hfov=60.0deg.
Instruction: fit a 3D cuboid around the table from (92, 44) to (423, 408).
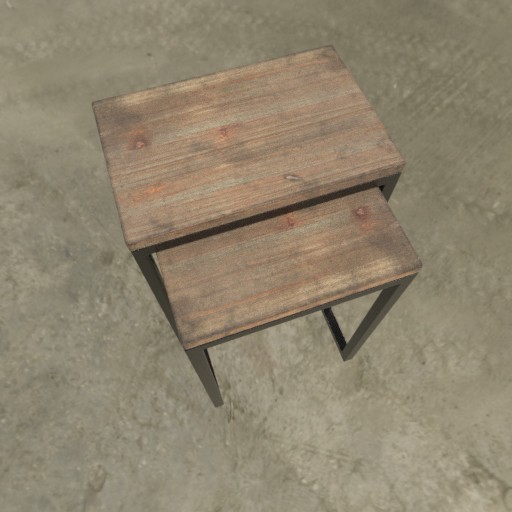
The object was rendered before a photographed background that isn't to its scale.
[{"bbox_3d":[0.000,0.000,0.963,0.456,0.615,0.460,-15,64,-8],"label":"table"}]
